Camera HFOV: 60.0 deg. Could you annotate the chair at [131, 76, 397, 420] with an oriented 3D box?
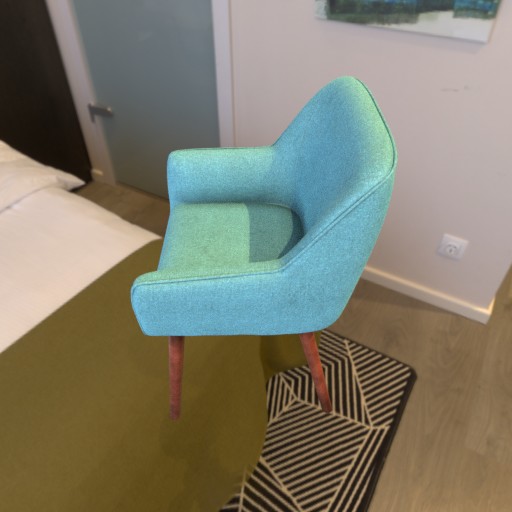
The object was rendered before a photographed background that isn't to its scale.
[{"bbox_3d":[0.000,0.000,1.170,0.519,0.803,0.543,0,42,0],"label":"chair"}]
